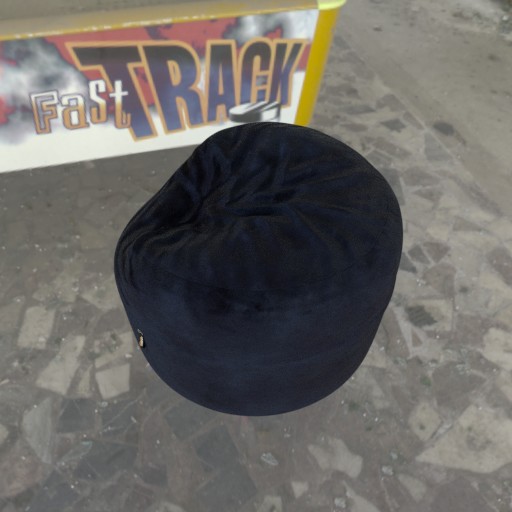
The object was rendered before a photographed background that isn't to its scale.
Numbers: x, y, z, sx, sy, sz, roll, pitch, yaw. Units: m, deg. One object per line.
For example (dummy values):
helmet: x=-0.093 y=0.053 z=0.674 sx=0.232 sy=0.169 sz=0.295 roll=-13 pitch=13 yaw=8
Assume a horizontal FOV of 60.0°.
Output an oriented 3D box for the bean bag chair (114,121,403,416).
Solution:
bean bag chair: x=0.000 y=0.000 z=1.501 sx=0.918 sy=0.616 sz=0.918 roll=0 pitch=46 yaw=0
